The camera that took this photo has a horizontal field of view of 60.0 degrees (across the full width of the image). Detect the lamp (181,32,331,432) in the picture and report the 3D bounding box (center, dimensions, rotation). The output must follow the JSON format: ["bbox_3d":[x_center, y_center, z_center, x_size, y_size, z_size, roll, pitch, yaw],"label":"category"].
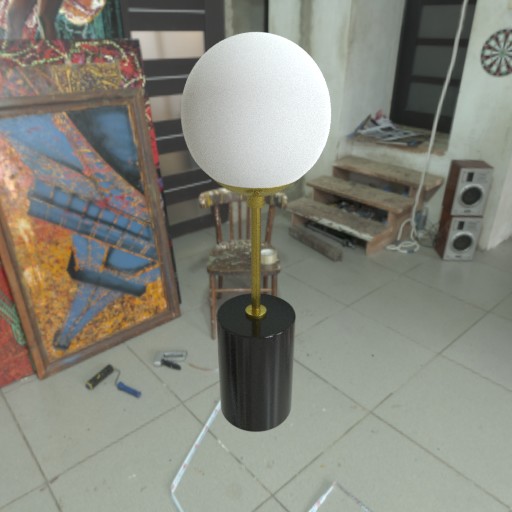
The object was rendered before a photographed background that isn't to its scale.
[{"bbox_3d":[0.000,0.000,0.533,0.153,0.480,0.153,0,27,0],"label":"lamp"}]
